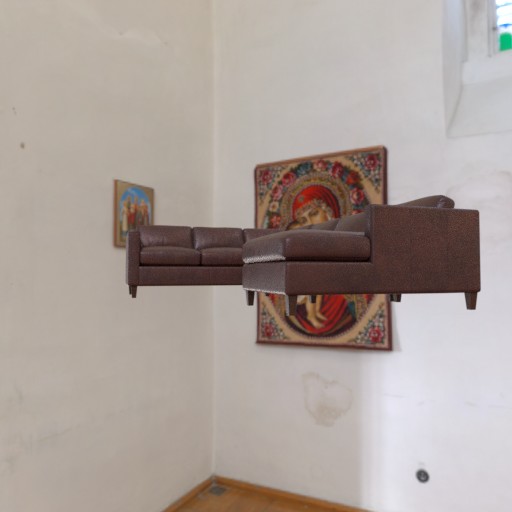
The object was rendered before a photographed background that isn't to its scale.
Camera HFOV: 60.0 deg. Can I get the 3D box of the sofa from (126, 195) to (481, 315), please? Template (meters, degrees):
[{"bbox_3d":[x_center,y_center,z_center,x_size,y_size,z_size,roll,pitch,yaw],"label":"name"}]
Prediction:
[{"bbox_3d":[0.000,0.000,4.491,2.452,0.891,3.324,1,-2,-18],"label":"sofa"}]
